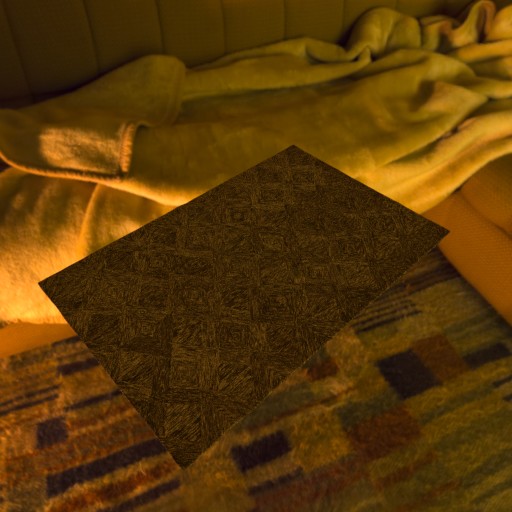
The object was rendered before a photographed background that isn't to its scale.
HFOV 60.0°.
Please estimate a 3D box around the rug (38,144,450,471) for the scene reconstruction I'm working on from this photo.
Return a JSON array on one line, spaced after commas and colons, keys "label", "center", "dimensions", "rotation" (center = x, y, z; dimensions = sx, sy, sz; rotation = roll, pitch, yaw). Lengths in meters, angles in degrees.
[{"label": "rug", "center": [0.000, 0.000, 2.280], "dimensions": [1.808, 0.011, 1.189], "rotation": [-34, 55, -28]}]
